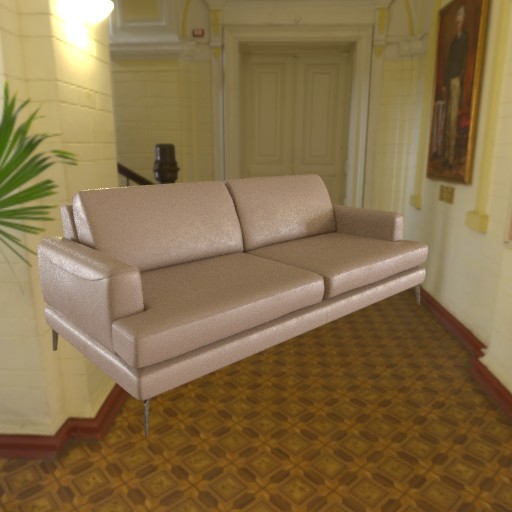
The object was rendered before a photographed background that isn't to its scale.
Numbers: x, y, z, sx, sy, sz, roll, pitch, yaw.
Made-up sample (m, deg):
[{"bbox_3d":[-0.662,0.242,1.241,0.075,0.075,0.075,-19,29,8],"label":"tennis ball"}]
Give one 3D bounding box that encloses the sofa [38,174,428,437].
[{"bbox_3d":[0.000,0.000,2.348,1.940,0.765,0.974,-13,19,-41],"label":"sofa"}]
